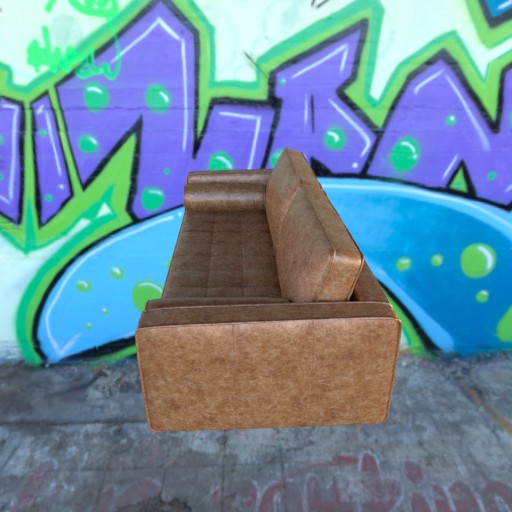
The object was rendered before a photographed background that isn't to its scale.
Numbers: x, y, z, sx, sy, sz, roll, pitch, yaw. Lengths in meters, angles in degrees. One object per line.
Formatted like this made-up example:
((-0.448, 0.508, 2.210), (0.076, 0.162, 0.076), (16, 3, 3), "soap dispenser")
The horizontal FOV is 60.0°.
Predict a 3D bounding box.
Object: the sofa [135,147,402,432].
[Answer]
((0.000, 0.000, 2.403), (0.924, 0.825, 1.920), (-1, 26, -2), "sofa")
